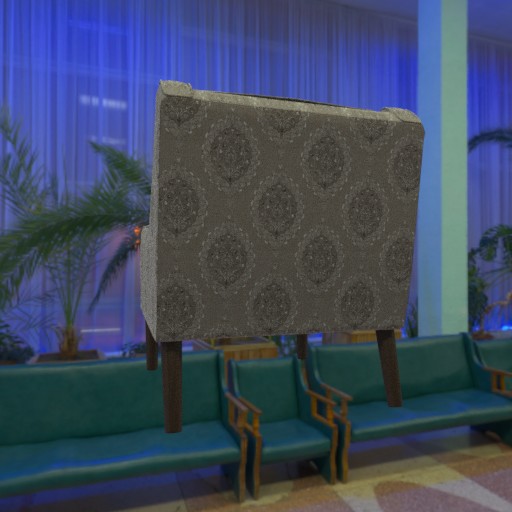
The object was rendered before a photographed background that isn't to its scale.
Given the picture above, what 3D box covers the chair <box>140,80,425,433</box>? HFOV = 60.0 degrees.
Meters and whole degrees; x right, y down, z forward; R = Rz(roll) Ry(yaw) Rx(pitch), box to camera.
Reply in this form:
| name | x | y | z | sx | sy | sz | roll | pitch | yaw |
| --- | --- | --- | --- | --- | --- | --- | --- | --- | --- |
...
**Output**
| name | x | y | z | sx | sy | sz | roll | pitch | yaw |
| --- | --- | --- | --- | --- | --- | --- | --- | --- | --- |
| chair | 0.000 | 0.000 | 1.355 | 0.665 | 0.797 | 0.750 | 0 | -1 | -18 |
